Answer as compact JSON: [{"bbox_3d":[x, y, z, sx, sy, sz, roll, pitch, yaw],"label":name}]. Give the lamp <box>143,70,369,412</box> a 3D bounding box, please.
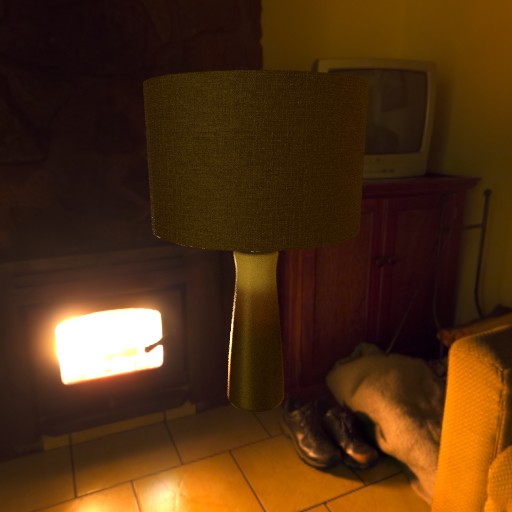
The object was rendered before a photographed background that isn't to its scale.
[{"bbox_3d":[0.000,0.000,0.676,0.303,0.488,0.303,0,15,0],"label":"lamp"}]
